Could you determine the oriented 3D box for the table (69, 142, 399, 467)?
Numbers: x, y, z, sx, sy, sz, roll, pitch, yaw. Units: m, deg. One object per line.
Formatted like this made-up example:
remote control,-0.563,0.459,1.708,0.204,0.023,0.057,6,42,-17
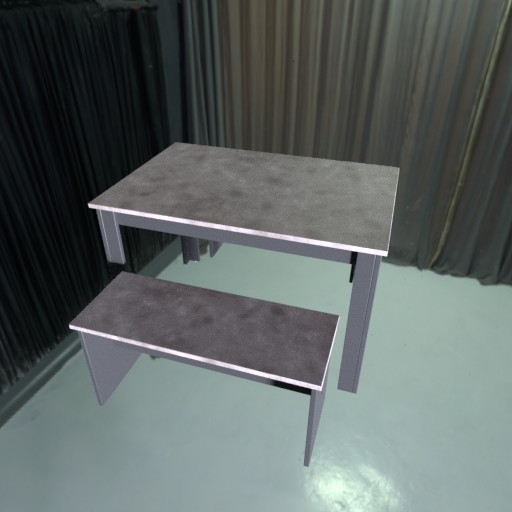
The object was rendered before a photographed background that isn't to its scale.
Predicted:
table,0.000,0.000,2.007,1.100,0.700,1.443,10,34,15
